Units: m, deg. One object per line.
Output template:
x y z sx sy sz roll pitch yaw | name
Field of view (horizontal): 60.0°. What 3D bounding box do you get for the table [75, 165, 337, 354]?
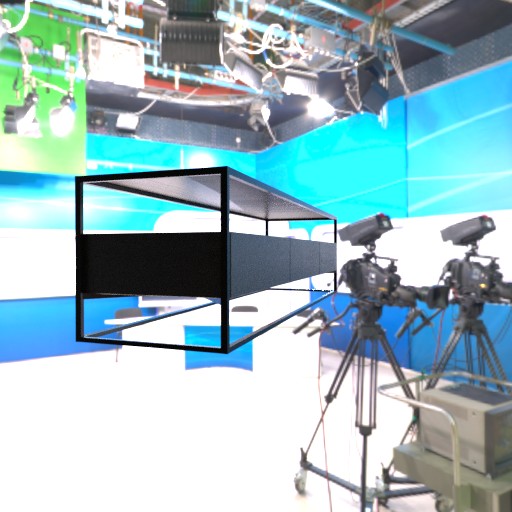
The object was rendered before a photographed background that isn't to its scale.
0.000 0.000 1.694 0.399 0.395 1.486 0 1 19 | table
